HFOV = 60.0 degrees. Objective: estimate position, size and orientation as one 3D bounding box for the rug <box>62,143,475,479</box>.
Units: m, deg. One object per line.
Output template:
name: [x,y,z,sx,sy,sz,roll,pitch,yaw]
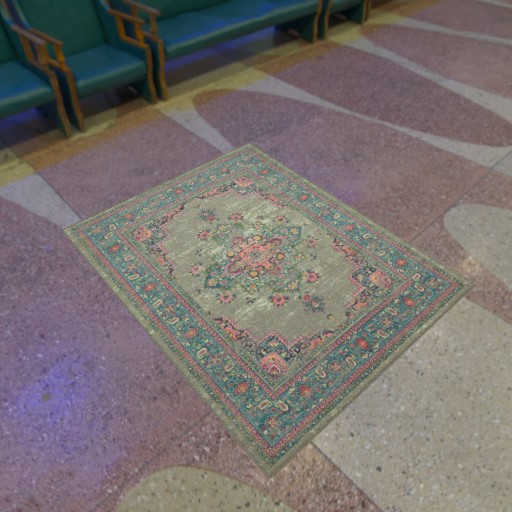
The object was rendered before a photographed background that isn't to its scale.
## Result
rug: [0.000,0.000,4.127,2.434,0.013,3.057,-32,54,-27]
